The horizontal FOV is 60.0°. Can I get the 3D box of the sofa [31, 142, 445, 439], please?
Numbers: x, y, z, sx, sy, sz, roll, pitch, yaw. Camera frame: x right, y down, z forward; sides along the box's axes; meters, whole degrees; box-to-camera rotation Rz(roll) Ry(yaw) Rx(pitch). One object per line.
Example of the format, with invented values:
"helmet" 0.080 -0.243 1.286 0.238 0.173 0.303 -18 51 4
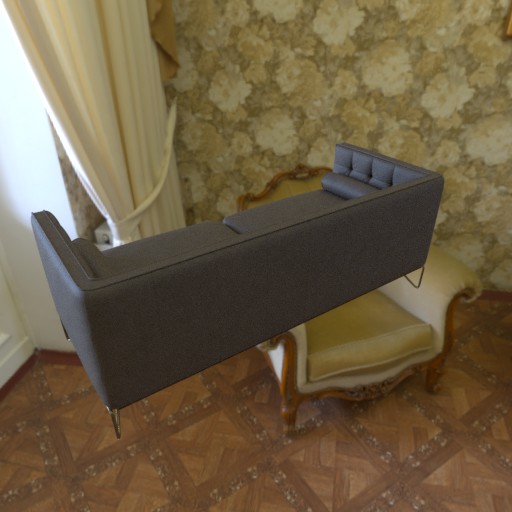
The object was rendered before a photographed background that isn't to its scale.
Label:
"sofa" 0.000 0.000 2.510 2.087 0.789 0.867 -19 36 -29
